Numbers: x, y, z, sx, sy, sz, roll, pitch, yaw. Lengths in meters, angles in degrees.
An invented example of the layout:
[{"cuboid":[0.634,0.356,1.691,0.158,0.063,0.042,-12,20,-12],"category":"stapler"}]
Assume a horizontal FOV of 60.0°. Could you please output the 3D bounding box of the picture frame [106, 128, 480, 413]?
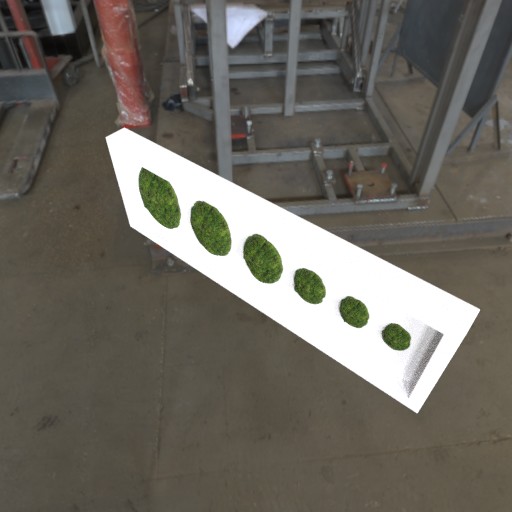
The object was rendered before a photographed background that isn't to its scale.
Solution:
[{"cuboid":[0.000,0.000,0.856,0.759,0.250,0.050,30,54,26],"category":"picture frame"}]
